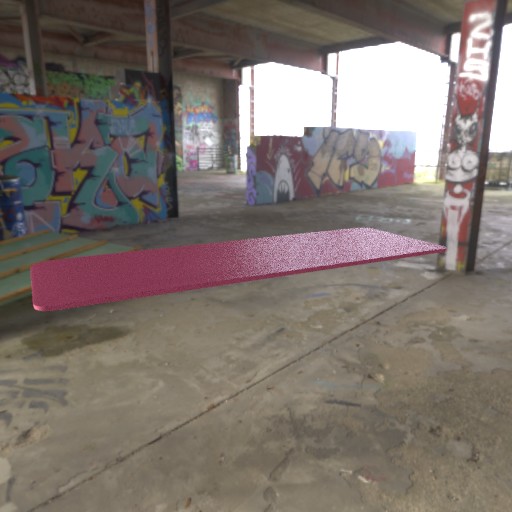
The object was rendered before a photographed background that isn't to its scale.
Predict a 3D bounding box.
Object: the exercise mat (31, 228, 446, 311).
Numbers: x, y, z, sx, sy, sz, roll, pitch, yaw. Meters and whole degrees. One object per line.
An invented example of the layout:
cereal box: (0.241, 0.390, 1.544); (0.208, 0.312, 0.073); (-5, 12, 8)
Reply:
exercise mat: (0.000, 0.000, 2.068); (1.884, 0.021, 0.616); (-7, 16, -26)
